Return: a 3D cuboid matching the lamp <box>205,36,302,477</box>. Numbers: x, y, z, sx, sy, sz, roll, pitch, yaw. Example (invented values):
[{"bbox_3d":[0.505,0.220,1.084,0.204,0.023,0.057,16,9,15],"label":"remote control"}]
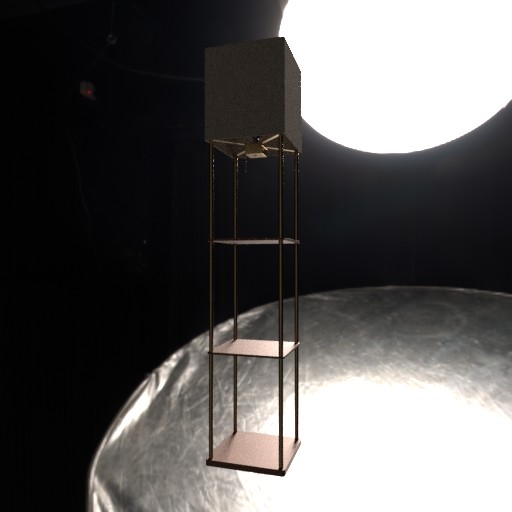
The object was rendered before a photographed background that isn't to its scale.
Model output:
[{"bbox_3d":[0.000,0.000,1.766,0.310,1.569,0.308,0,-1,17],"label":"lamp"}]
